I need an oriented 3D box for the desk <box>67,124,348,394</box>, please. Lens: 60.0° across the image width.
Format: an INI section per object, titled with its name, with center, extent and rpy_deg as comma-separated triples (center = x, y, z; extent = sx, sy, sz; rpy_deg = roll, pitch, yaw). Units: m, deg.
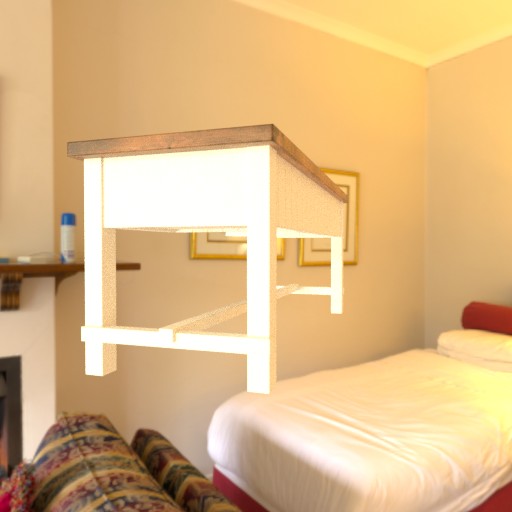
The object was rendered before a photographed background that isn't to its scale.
[desk]
center = 0.000, 0.000, 2.184
extent = 0.688, 0.762, 1.803
rpy_deg = 0, 1, 18
